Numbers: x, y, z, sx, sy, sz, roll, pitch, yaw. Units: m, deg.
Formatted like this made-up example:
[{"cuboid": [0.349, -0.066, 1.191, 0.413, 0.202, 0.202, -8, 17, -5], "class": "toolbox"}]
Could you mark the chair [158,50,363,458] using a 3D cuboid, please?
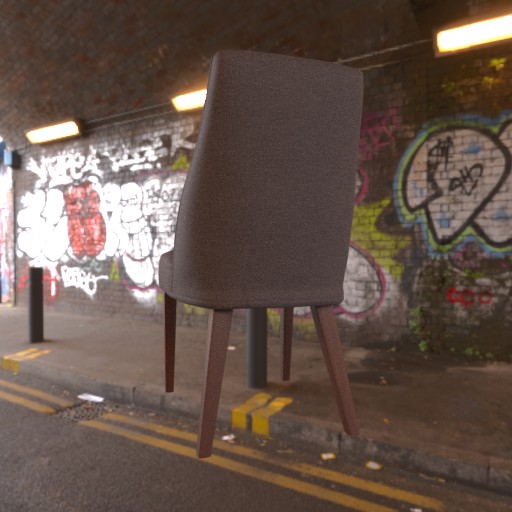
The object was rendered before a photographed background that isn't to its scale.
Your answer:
[{"cuboid": [0.000, 0.000, 1.288, 0.500, 0.930, 0.620, 0, 1, -18], "class": "chair"}]
